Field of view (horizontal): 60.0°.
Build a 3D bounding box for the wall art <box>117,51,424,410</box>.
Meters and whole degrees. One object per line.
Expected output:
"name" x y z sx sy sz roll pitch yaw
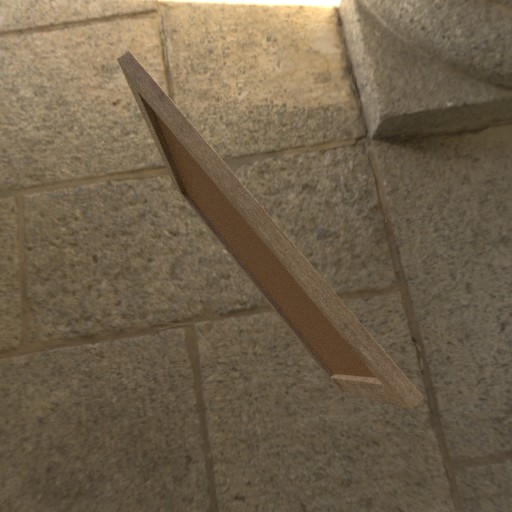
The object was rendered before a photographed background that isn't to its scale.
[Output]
"wall art" 0.000 0.000 0.912 0.026 0.535 0.690 -38 79 -9
